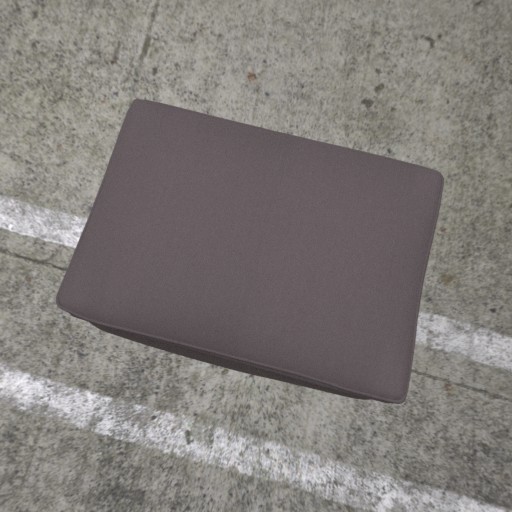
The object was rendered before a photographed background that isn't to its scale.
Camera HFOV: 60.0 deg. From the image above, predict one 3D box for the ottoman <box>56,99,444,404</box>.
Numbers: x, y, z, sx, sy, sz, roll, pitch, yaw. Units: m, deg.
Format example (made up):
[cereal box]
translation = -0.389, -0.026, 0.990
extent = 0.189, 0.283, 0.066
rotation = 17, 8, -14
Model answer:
[ottoman]
translation = 0.000, 0.000, 0.999
extent = 0.686, 0.406, 0.508
rotation = 15, 76, 4
